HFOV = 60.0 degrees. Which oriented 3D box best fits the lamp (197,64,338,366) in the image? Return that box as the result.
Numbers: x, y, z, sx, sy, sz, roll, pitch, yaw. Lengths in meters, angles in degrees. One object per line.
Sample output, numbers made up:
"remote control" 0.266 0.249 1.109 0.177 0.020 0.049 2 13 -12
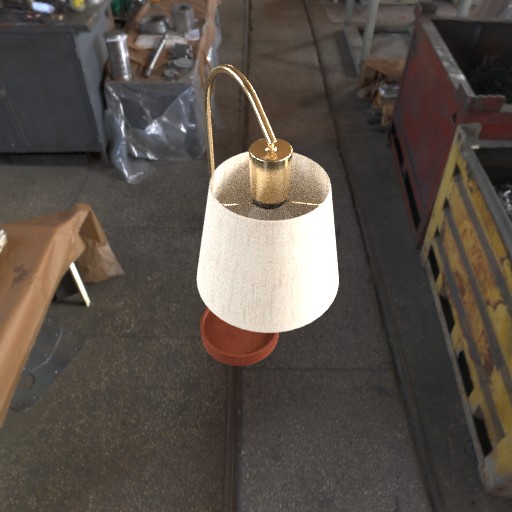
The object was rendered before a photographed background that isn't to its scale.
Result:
"lamp" 0.000 0.000 0.673 0.211 0.536 0.273 -25 51 -23
